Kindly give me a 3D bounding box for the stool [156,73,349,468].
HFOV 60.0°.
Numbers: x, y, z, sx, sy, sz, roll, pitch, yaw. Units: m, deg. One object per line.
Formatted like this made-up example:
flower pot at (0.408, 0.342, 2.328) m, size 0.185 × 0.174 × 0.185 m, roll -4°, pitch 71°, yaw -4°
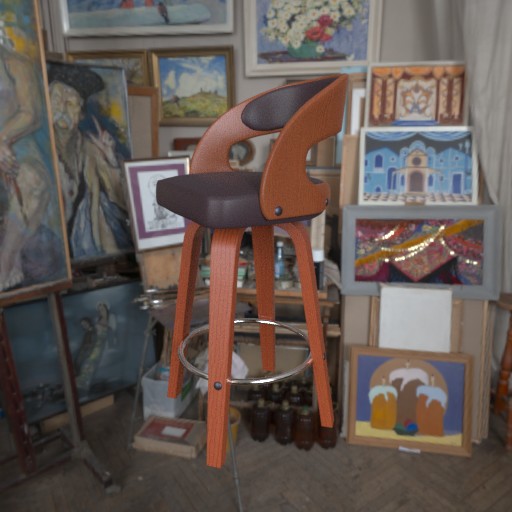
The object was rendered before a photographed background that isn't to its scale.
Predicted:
stool at (0.000, 0.000, 1.205) m, size 0.457 × 0.940 × 0.457 m, roll -8°, pitch 17°, yaw -27°
